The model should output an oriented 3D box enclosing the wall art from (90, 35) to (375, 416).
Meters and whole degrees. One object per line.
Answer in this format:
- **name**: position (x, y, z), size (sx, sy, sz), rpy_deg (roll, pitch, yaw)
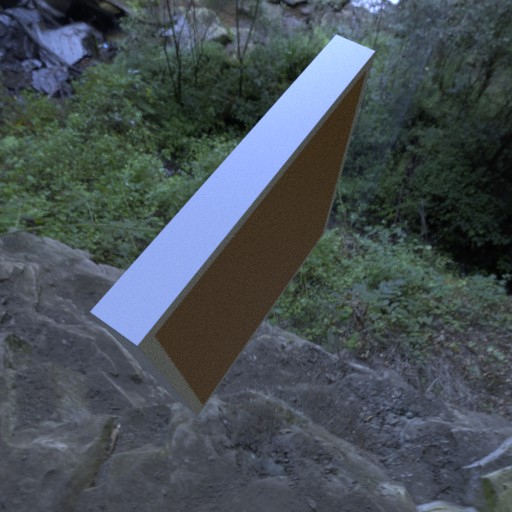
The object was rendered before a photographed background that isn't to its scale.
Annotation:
- **wall art**: position (0.000, 0.000, 0.456), size (0.038, 0.305, 0.305), rpy_deg (31, 67, 15)
